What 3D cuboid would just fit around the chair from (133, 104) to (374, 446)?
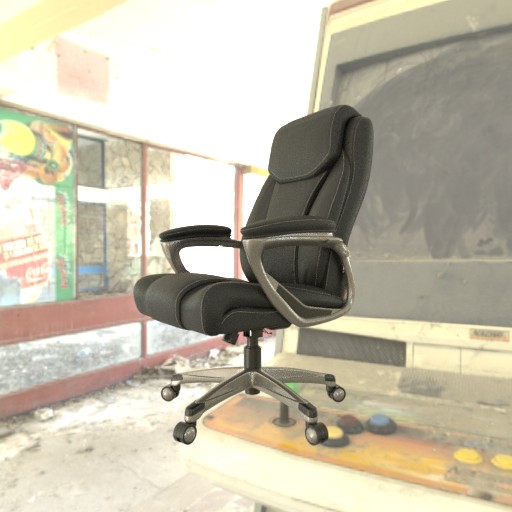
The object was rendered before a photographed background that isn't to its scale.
[{"bbox_3d":[0.000,0.000,1.664,0.784,1.167,0.741,-1,1,-35],"label":"chair"}]
